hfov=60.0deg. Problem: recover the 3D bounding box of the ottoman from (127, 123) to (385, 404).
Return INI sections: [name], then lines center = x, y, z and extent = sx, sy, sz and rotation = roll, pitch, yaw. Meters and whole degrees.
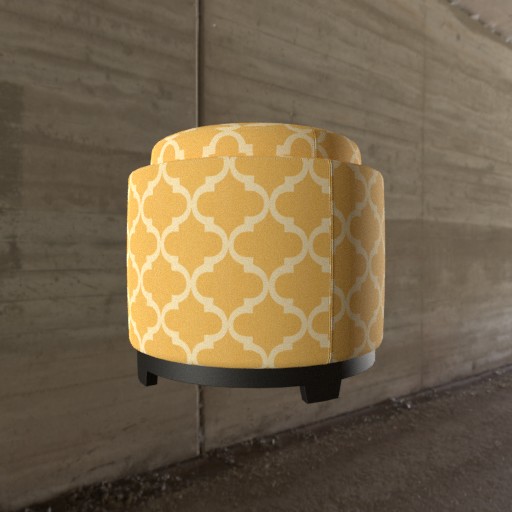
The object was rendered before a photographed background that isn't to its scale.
[ottoman]
center = 0.000, 0.000, 0.858
extent = 0.480, 0.429, 0.480
rotation = 0, 1, 0
